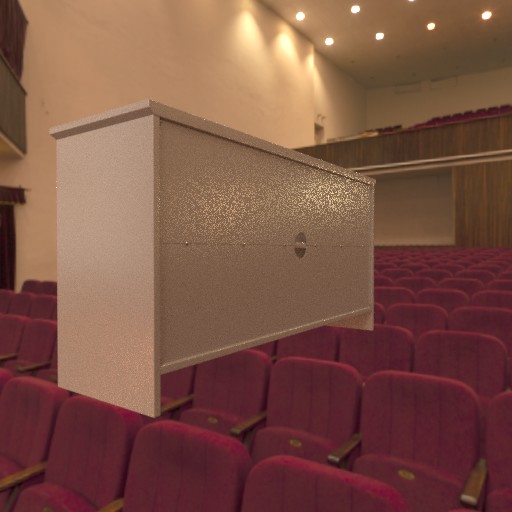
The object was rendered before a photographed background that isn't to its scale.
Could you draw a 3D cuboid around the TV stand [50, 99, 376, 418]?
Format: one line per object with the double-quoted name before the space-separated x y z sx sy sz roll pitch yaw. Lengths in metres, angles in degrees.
"TV stand" 0.000 0.000 1.405 0.344 0.603 1.167 1 1 36
